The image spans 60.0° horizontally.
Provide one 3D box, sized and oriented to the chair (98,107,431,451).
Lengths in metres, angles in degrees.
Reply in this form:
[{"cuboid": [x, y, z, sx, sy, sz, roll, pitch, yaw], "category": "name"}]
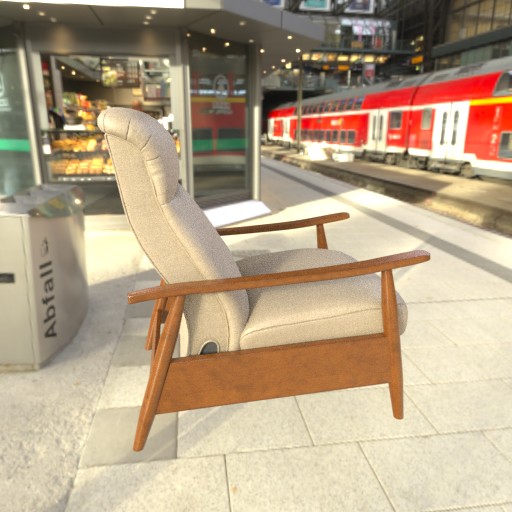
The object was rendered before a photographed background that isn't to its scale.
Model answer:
[{"cuboid": [0.000, 0.000, 1.735, 1.032, 1.082, 0.762, -3, 17, -10], "category": "chair"}]
